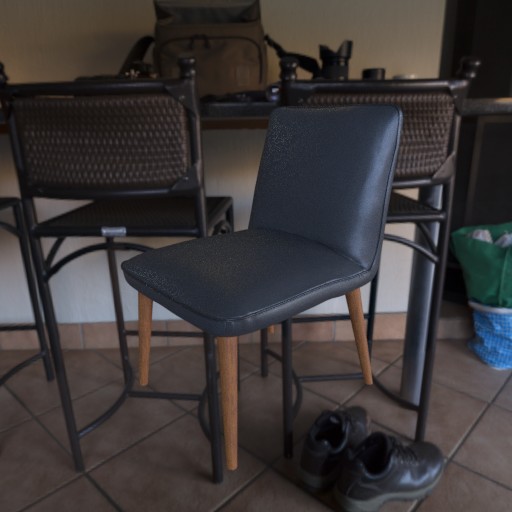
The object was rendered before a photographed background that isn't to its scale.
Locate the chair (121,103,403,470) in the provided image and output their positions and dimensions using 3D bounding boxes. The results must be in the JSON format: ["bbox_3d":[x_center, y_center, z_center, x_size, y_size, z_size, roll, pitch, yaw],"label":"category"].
[{"bbox_3d":[0.000,0.000,1.223,0.645,0.801,0.543,-16,23,-43],"label":"chair"}]
